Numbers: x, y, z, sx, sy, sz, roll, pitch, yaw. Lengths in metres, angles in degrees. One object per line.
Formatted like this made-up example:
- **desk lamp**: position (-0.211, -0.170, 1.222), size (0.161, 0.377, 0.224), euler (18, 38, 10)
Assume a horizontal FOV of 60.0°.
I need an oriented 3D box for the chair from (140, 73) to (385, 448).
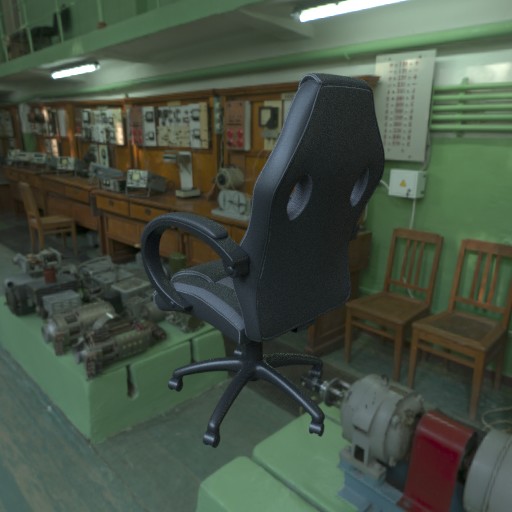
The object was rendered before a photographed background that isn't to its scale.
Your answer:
- **chair**: position (0.000, 0.000, 1.623), size (0.724, 1.187, 0.673), euler (15, 22, 42)
